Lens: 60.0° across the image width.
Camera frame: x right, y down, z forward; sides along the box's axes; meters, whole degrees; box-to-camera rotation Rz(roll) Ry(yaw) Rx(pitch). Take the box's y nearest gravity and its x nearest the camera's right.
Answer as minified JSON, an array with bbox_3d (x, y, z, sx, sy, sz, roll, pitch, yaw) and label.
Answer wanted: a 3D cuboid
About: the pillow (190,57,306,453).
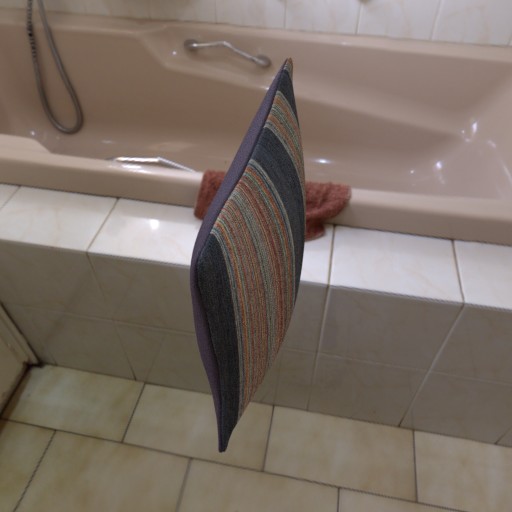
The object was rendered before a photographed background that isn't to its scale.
[{"bbox_3d":[0.000,0.000,0.657,0.136,0.419,0.437,10,47,9],"label":"pillow"}]
